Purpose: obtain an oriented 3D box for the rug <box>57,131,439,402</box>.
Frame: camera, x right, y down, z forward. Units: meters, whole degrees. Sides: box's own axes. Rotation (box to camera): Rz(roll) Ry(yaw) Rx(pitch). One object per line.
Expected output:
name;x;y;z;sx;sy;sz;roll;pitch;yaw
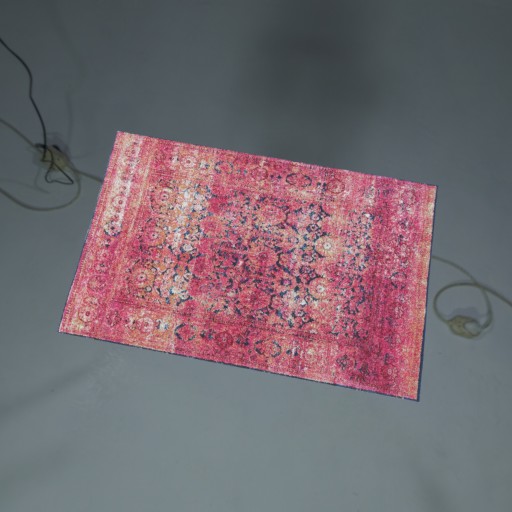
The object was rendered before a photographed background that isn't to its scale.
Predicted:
rug;0.000;0.000;3.118;2.449;0.018;1.539;10;76;3
